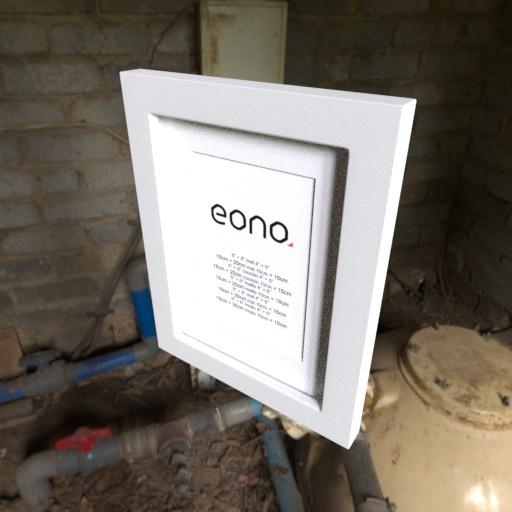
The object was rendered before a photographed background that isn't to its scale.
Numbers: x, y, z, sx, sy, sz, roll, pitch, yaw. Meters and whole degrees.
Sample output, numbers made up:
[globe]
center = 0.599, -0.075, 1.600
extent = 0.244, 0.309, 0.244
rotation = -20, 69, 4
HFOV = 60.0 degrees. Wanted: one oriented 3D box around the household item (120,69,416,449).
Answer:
[household item]
center = 0.000, 0.000, 0.336
extent = 0.200, 0.250, 0.045
rotation = 19, 35, 29
